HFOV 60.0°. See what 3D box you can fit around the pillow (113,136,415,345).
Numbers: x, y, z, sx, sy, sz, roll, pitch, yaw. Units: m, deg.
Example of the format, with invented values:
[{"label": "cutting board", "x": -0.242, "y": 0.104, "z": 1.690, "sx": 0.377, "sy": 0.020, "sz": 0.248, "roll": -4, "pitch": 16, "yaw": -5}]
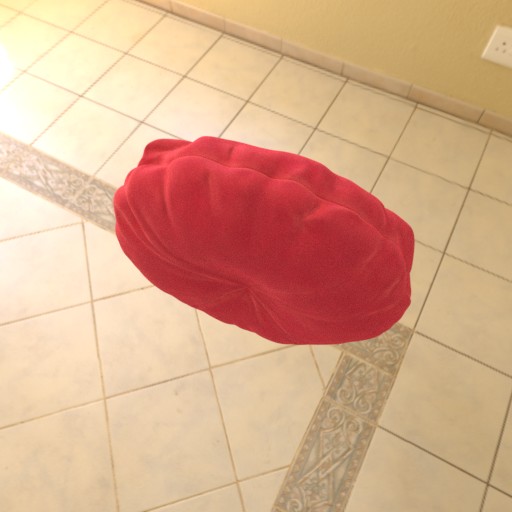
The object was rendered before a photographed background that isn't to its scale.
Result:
[{"label": "pillow", "x": 0.000, "y": 0.000, "z": 0.627, "sx": 0.428, "sy": 0.407, "sz": 0.148, "roll": 17, "pitch": 64, "yaw": 9}]
